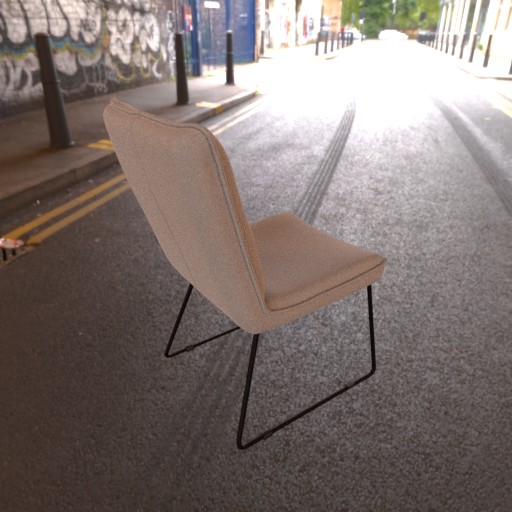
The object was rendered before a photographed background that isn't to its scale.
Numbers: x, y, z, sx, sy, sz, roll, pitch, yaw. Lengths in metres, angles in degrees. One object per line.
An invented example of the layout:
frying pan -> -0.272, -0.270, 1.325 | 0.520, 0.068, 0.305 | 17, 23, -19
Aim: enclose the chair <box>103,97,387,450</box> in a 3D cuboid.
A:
chair -> 0.000, 0.000, 1.368 | 0.688, 0.930, 0.515 | -18, 32, -31
